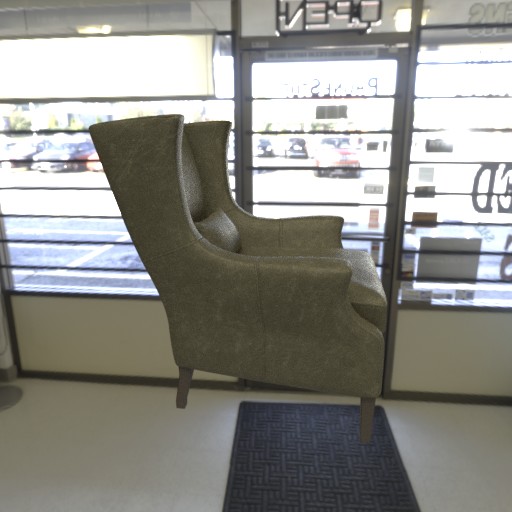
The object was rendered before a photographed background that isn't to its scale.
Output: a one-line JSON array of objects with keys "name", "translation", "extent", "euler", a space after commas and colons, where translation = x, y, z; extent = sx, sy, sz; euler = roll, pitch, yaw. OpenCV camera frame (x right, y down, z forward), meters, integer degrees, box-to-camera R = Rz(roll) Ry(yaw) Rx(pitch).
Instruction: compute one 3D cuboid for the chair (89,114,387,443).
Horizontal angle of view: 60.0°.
[{"name": "chair", "translation": [0.000, 0.000, 1.701], "extent": [0.926, 1.016, 0.853], "euler": [2, 16, 9]}]
